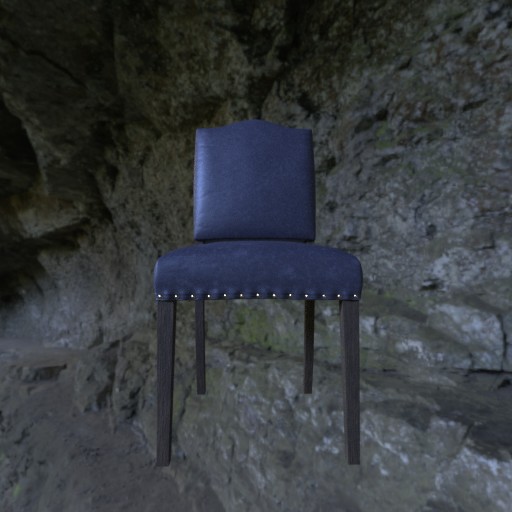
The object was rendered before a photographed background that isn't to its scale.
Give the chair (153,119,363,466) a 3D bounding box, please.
[{"bbox_3d":[0.000,0.000,1.353,0.500,0.991,0.633,0,0,-1],"label":"chair"}]
